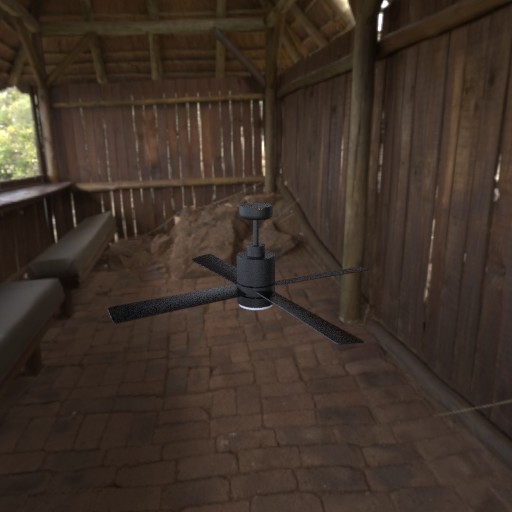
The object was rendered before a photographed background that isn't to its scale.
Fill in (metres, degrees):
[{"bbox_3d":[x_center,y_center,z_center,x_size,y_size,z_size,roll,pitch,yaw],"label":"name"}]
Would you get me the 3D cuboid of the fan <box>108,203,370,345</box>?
[{"bbox_3d":[0.000,0.000,2.328,1.525,0.534,1.525,-8,17,-28],"label":"fan"}]
